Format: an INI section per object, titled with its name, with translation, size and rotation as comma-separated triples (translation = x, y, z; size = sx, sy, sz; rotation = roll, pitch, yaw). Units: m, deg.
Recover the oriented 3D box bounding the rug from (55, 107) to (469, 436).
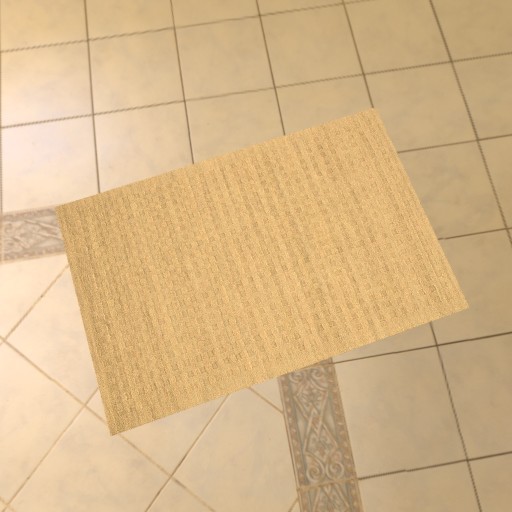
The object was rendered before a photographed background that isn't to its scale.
[rug]
translation = 0.000, 0.000, 2.172
size = 1.752, 0.006, 1.142
rotation = -18, 76, -5
